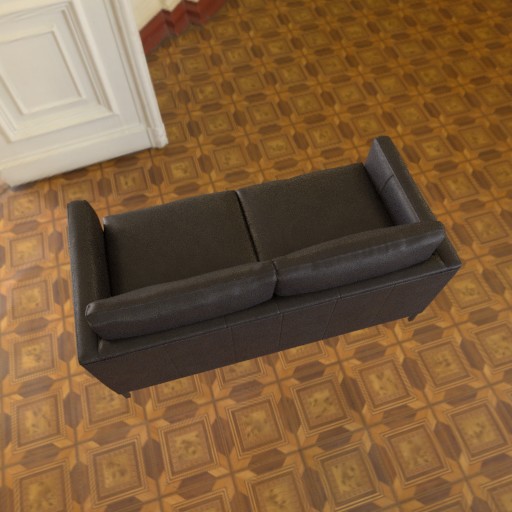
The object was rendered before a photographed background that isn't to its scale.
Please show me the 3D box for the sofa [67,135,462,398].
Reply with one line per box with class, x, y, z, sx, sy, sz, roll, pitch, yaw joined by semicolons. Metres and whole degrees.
sofa;0.000;0.000;2.343;1.805;0.883;0.947;-15;61;-9
